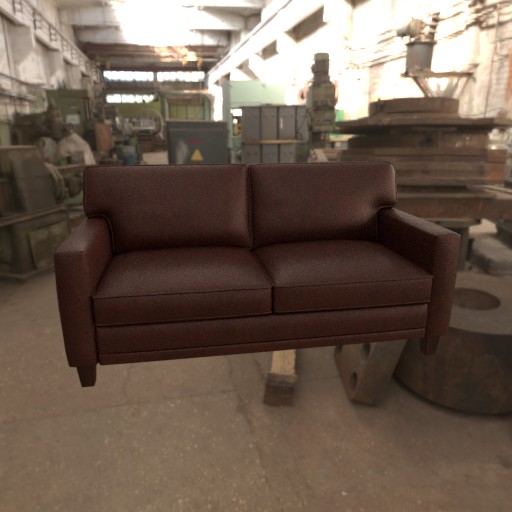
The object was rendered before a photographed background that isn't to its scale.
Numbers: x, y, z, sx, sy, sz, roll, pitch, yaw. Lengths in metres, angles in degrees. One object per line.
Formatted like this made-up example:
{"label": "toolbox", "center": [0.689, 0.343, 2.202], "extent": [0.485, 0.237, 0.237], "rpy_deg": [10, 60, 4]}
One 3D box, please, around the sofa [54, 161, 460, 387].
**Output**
{"label": "sofa", "center": [0.000, 0.000, 2.369], "extent": [1.876, 0.928, 0.912], "rpy_deg": [-3, 17, -10]}
